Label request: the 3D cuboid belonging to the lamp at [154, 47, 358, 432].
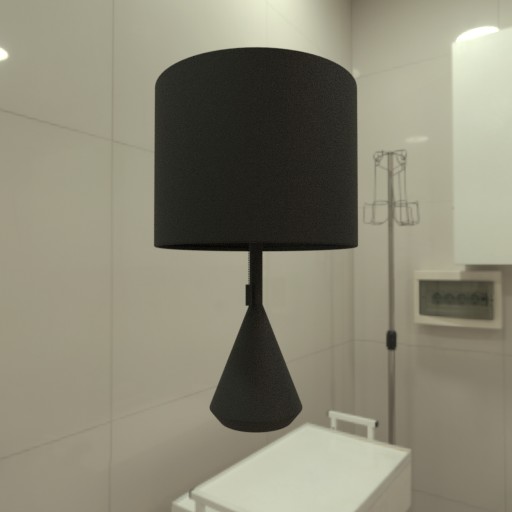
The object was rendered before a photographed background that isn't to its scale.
[{"bbox_3d":[0.000,0.000,0.799,0.359,0.584,0.359,-1,-2,35],"label":"lamp"}]
